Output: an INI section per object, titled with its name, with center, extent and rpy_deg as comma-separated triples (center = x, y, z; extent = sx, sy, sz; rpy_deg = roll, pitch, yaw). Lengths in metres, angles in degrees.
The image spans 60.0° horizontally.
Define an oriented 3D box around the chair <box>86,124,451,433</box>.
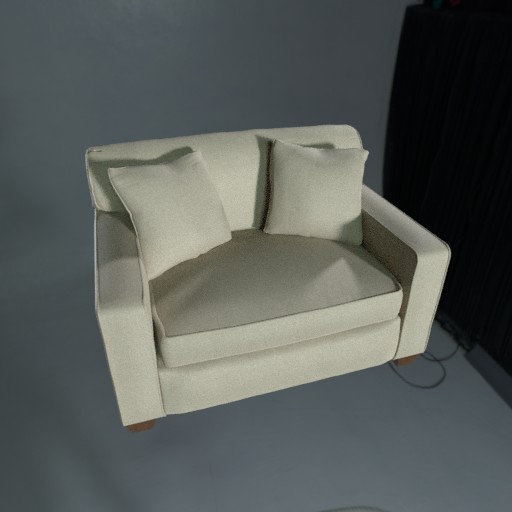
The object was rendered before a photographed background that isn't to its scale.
[chair]
center = 0.000, 0.000, 2.060
extent = 1.383, 0.948, 1.000
rpy_deg = -9, 32, -15
